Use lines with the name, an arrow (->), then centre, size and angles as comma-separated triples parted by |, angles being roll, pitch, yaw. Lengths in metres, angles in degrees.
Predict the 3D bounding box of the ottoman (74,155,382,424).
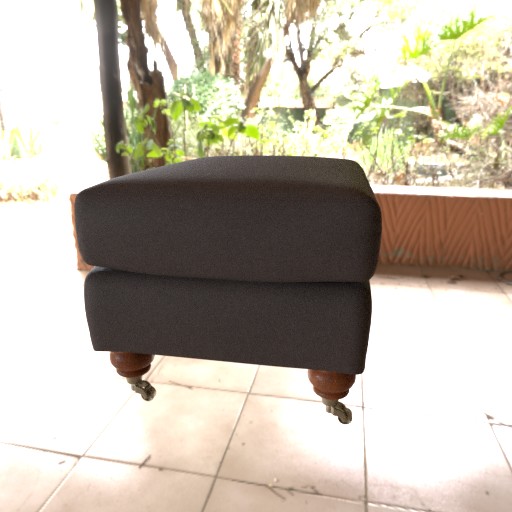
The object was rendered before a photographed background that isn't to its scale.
ottoman -> 0.000, 0.000, 1.162 | 0.574, 0.497, 0.773 | 3, 17, 10
